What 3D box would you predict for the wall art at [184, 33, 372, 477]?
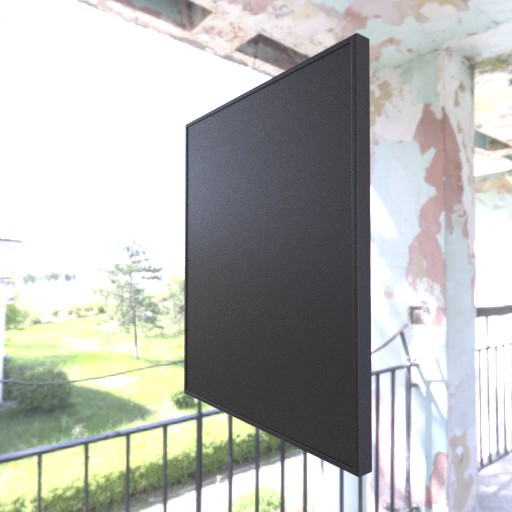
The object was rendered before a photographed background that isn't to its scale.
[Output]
[{"bbox_3d":[0.000,0.000,0.736,0.028,0.551,0.451,1,-2,-37],"label":"wall art"}]
